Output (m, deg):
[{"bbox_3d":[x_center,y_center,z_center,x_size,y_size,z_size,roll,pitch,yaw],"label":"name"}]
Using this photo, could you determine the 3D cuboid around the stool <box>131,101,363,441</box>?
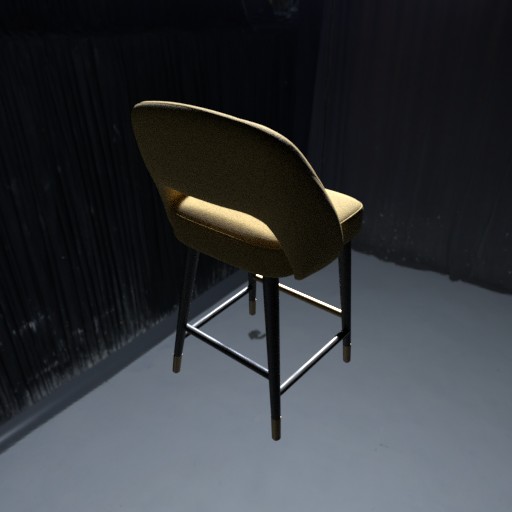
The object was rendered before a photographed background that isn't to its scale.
[{"bbox_3d":[0.000,0.000,1.317,0.536,0.939,0.522,22,36,33],"label":"stool"}]
